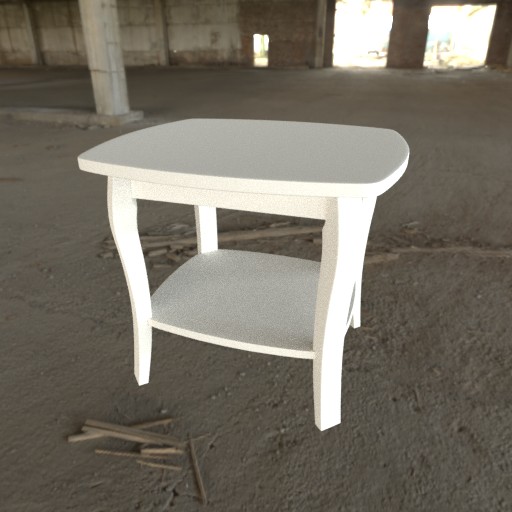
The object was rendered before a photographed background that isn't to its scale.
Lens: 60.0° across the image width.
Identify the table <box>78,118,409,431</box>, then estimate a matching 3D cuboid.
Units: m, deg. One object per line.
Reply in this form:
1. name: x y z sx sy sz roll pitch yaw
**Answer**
1. table: 0.000 0.000 0.855 0.502 0.438 0.451 8 27 16
